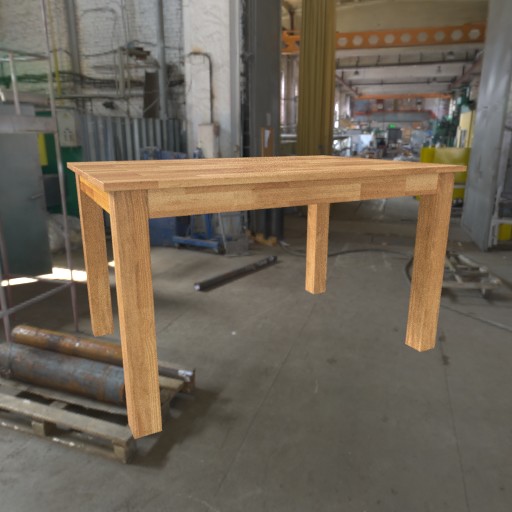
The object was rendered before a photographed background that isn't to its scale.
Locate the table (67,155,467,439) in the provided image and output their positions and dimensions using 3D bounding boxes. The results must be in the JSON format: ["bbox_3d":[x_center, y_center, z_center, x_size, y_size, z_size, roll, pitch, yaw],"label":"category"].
[{"bbox_3d":[0.000,0.000,1.844,1.300,0.750,0.900,-8,17,-26],"label":"table"}]
